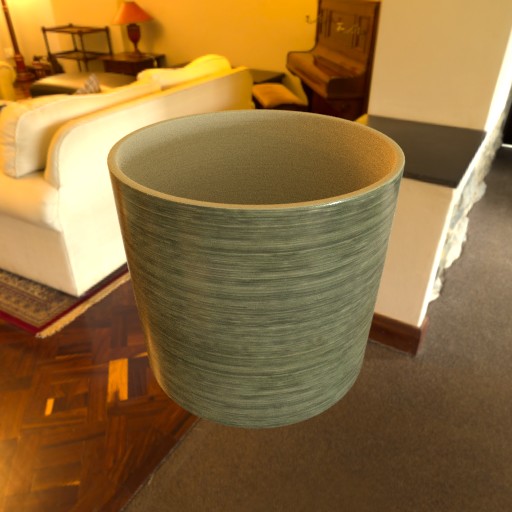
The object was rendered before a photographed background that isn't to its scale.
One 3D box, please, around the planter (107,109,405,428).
[{"bbox_3d":[0.000,0.000,0.395,0.221,0.201,0.221,0,32,0],"label":"planter"}]
